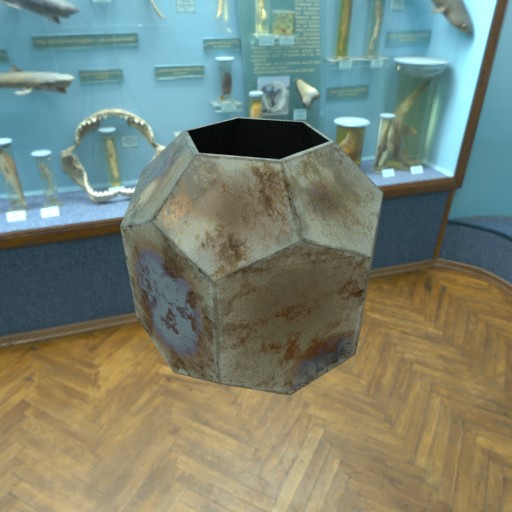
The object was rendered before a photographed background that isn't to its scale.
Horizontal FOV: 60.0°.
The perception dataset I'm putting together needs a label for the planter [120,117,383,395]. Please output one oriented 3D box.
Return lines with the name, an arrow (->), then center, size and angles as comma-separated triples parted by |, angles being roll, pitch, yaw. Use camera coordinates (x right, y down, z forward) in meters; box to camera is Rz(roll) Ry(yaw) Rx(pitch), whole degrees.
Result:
planter -> 0.000, 0.000, 0.436 | 0.243, 0.238, 0.221 | -8, 32, -14
